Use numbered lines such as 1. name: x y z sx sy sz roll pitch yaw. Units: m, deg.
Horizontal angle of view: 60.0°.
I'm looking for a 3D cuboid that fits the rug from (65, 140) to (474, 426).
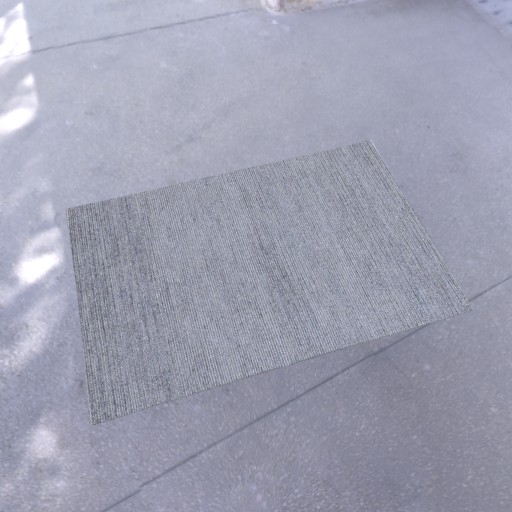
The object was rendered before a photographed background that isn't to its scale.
1. rug: 0.000 0.000 2.223 1.789 0.021 1.159 -14 60 -9
